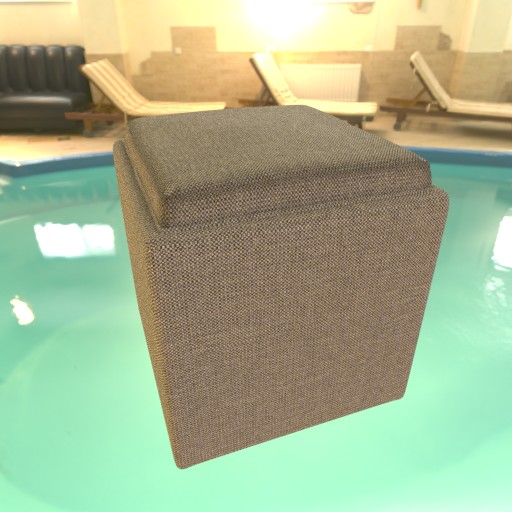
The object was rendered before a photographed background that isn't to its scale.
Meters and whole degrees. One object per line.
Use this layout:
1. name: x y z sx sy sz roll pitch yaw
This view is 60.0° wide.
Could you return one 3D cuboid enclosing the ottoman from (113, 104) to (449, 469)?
1. ottoman: 0.000 0.000 0.834 0.436 0.487 0.454 -11 32 -18
